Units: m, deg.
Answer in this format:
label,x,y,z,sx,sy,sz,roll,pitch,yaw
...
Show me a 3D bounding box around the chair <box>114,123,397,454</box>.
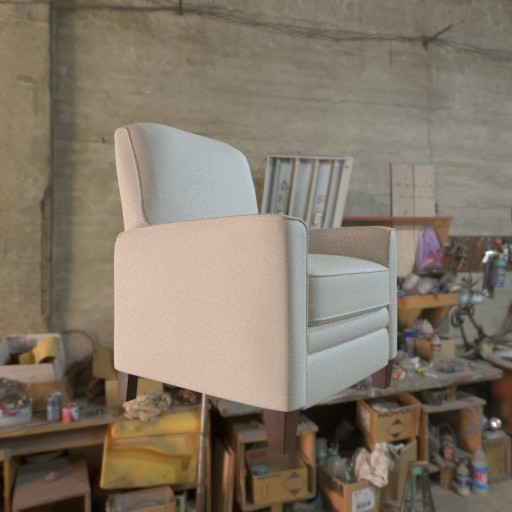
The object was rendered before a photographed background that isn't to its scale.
label,x,y,z,sx,sy,sz,roll,pitch,yaw
chair,0.000,0.000,1.673,0.858,1.028,0.841,0,1,37
